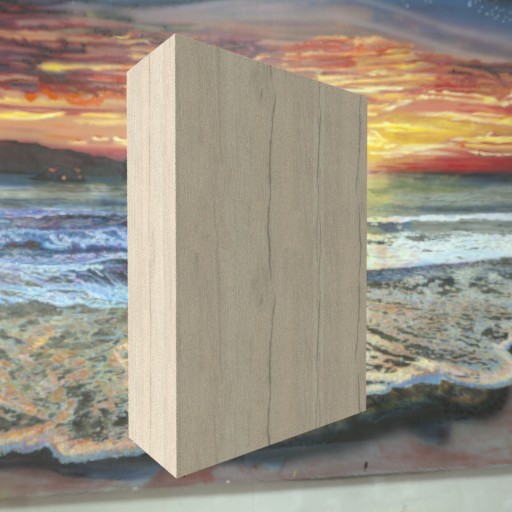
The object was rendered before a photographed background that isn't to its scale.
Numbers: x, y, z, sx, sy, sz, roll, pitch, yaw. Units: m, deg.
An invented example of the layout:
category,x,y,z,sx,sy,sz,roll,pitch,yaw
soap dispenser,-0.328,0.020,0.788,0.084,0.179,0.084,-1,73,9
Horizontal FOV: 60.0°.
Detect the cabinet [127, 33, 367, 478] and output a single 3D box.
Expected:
category,x,y,z,sx,sy,sz,roll,pitch,yaw
cabinet,0.000,0.000,2.713,1.400,2.070,0.580,-1,1,-38
